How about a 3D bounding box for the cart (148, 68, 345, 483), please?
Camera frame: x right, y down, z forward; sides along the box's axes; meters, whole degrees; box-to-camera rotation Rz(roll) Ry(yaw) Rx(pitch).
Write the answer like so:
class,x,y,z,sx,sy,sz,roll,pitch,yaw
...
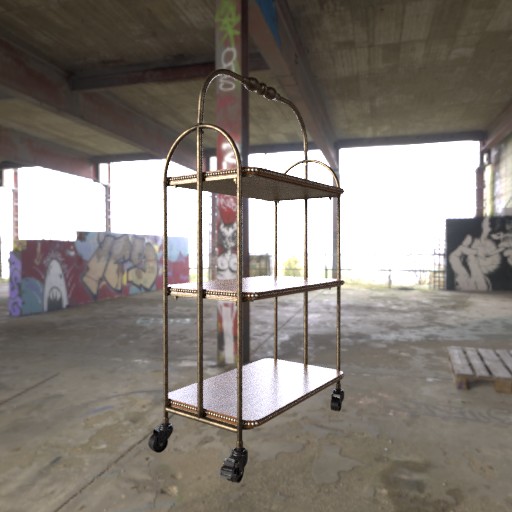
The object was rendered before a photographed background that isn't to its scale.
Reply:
class,x,y,z,sx,sy,sz,roll,pitch,yaw
cart,0.000,0.000,1.334,0.330,1.052,0.650,1,1,36
